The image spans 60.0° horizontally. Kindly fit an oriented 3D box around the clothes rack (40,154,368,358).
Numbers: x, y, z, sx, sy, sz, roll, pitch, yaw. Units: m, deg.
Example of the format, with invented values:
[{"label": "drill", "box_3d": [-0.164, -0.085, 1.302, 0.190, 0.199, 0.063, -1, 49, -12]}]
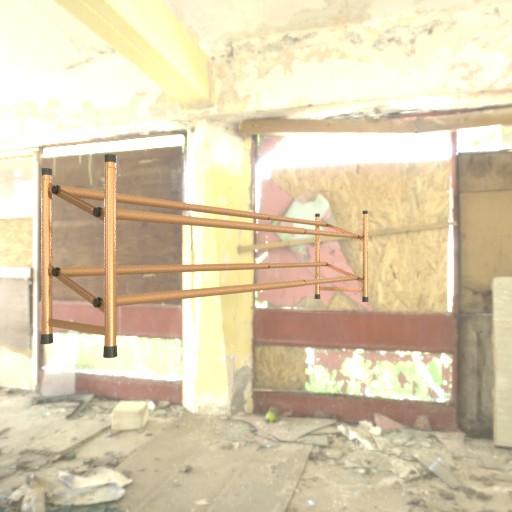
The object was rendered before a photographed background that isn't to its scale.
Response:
[{"label": "clothes rack", "box_3d": [0.000, 0.000, 1.289, 0.229, 0.349, 1.168, 0, 0, 36]}]
